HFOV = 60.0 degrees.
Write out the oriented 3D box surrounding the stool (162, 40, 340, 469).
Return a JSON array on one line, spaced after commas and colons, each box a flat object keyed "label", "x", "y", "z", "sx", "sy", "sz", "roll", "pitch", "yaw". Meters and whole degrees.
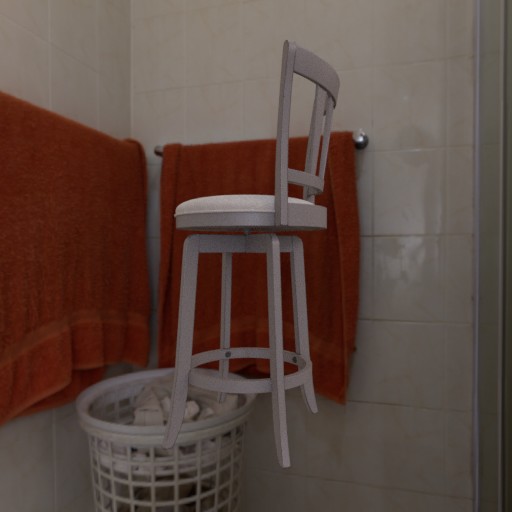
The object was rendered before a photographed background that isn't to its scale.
[{"label": "stool", "x": 0.000, "y": 0.000, "z": 1.294, "sx": 0.475, "sy": 1.023, "sz": 0.436, "roll": 0, "pitch": 1, "yaw": 18}]
